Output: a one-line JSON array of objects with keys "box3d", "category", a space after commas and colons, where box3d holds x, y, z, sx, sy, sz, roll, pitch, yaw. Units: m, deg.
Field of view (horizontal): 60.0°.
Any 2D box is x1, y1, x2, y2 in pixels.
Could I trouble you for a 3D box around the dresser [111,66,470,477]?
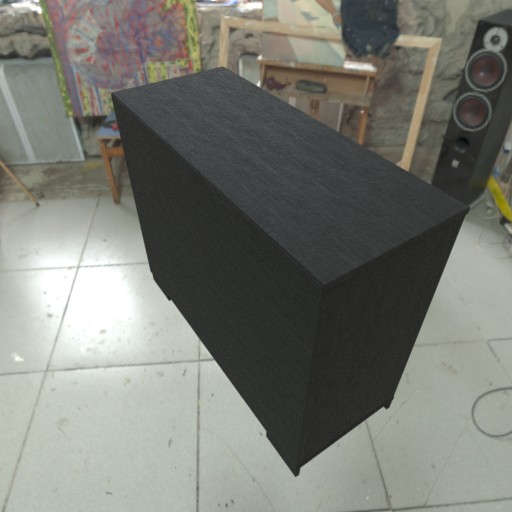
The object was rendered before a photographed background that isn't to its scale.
[{"box3d": [0.000, 0.000, 1.415, 0.404, 0.816, 0.994, -25, 48, -25], "category": "dresser"}]
